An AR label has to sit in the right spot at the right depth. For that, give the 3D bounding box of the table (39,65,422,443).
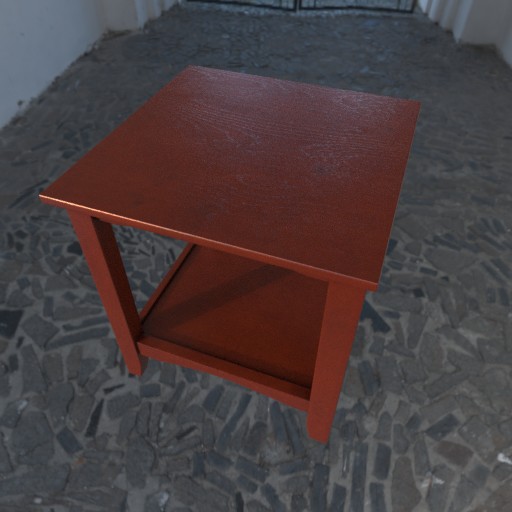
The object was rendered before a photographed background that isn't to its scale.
[{"bbox_3d":[0.000,0.000,0.958,0.523,0.558,0.522,17,48,16],"label":"table"}]
